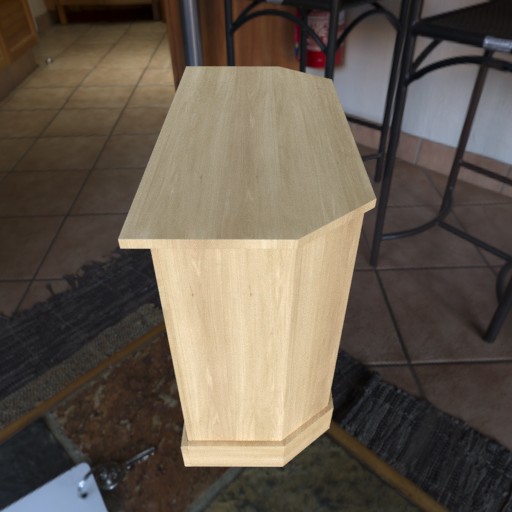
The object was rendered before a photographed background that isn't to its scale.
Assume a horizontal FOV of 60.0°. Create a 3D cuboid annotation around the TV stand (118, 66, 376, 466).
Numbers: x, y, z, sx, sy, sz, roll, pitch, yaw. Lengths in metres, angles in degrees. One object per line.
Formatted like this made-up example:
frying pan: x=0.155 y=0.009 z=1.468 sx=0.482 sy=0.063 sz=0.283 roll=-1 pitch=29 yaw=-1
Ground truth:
TV stand: x=0.000 y=0.000 z=1.265 sx=0.425 sy=0.781 sz=0.851 roll=0 pitch=40 yaw=0
